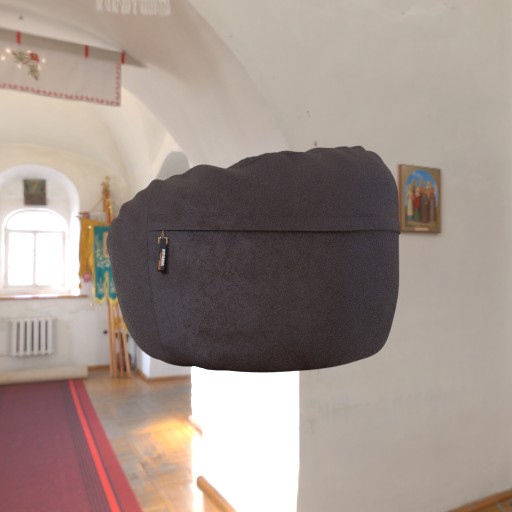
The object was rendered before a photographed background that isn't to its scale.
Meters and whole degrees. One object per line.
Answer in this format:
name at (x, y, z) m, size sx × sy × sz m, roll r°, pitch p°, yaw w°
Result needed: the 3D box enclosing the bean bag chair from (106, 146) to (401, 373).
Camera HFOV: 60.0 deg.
bean bag chair at (0.000, 0.000, 2.006) m, size 1.245 × 0.821 × 1.245 m, roll 0°, pitch 0°, yaw 0°
